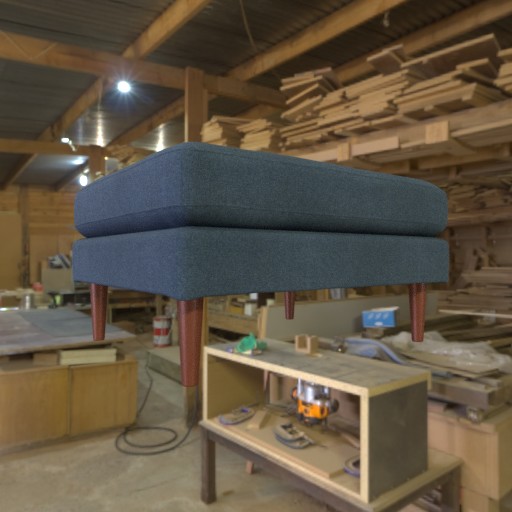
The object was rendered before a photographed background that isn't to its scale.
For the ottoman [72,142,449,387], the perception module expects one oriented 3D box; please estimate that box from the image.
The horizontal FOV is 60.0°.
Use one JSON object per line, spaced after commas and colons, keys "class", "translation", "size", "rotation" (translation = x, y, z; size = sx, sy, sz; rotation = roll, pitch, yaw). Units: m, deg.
{"class": "ottoman", "translation": [0.000, 0.000, 1.239], "size": [0.821, 0.474, 0.693], "rotation": [0, 0, -36]}
